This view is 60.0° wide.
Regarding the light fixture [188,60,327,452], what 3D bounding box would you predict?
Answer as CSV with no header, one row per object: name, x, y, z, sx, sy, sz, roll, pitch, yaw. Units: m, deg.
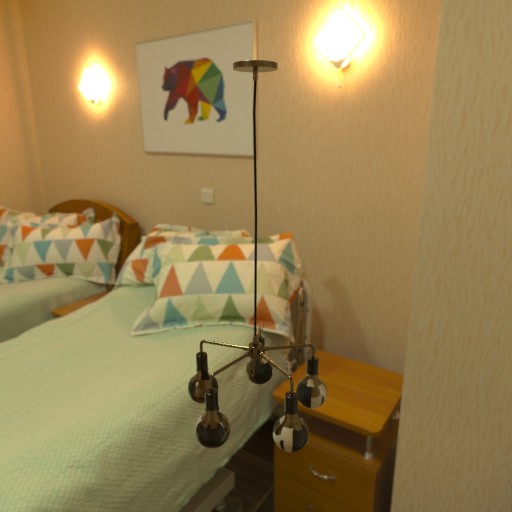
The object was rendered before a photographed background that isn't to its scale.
light fixture,0.000,0.000,1.235,0.438,0.988,0.421,1,15,4
